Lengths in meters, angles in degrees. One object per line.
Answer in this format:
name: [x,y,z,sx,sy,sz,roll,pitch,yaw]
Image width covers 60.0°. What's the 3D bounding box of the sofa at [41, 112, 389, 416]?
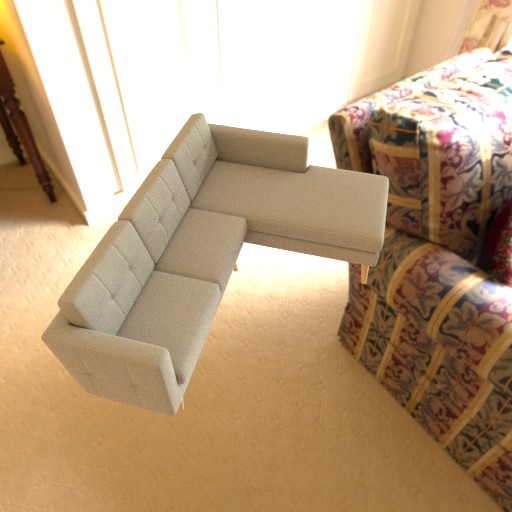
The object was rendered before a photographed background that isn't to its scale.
sofa: [0.000,0.000,2.771,1.530,0.860,2.040,11,47,10]
